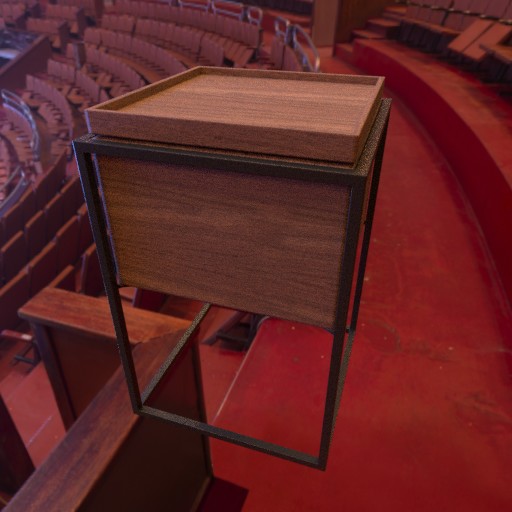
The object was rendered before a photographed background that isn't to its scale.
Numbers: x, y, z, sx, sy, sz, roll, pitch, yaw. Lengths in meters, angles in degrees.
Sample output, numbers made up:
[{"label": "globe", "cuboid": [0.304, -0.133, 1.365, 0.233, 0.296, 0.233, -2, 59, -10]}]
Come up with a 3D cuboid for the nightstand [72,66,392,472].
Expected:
[{"label": "nightstand", "cuboid": [0.000, 0.000, 0.851, 0.397, 0.607, 0.397, 10, 34, 16]}]
